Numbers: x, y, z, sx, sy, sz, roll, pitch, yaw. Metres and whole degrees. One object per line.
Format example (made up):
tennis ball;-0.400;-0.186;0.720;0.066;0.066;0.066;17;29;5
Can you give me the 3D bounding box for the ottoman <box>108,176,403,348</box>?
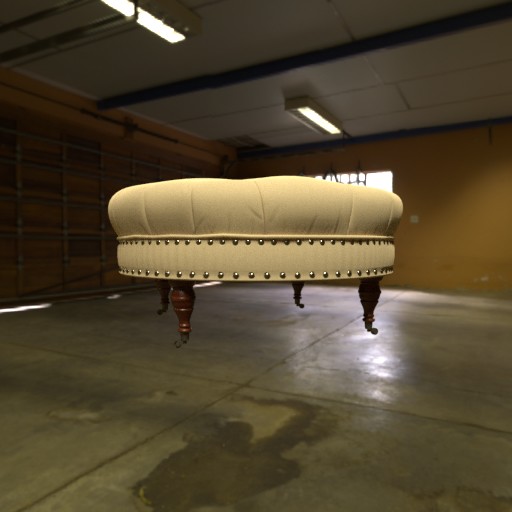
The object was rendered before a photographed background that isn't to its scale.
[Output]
ottoman;0.000;0.000;1.428;0.901;0.439;0.901;0;2;0
